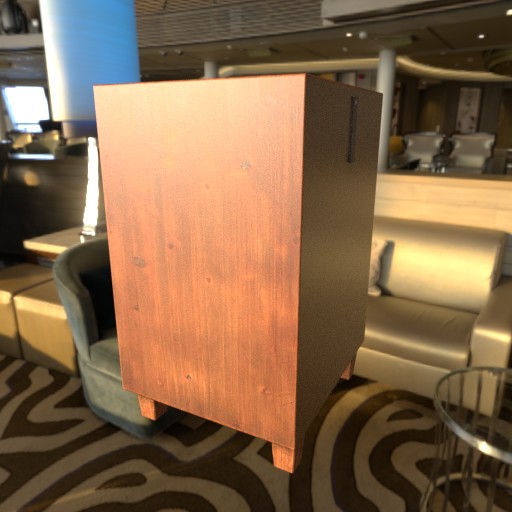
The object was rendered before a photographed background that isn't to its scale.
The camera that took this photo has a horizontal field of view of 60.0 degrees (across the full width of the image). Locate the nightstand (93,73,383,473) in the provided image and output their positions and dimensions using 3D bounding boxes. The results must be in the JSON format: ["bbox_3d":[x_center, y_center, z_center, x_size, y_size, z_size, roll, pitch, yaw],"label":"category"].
[{"bbox_3d":[0.000,0.000,0.986,0.410,0.695,0.465,9,19,27],"label":"nightstand"}]
